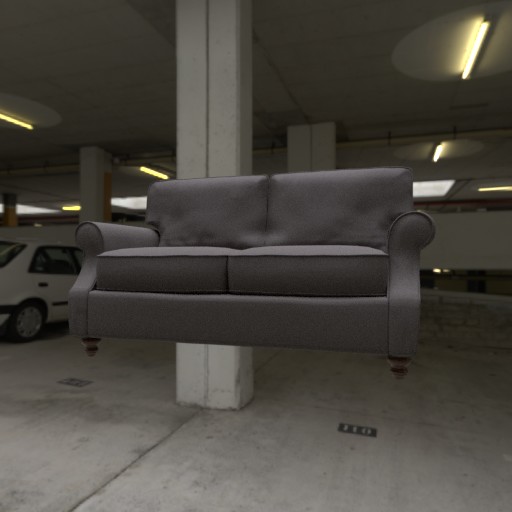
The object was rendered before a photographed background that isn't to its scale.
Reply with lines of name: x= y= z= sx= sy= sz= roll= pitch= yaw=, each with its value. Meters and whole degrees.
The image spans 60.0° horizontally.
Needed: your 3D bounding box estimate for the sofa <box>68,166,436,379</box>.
sofa: x=0.000 y=0.000 z=2.249 sx=1.665 sy=0.937 sz=0.964 roll=0 pitch=-1 yaw=17
